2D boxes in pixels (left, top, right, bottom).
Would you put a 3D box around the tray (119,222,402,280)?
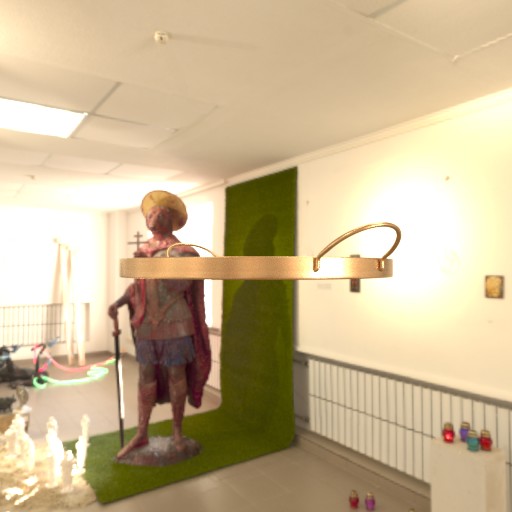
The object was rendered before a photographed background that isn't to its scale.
[{"bbox_3d":[0.000,0.000,0.741,0.438,0.069,0.543,1,-2,-35],"label":"tray"}]
